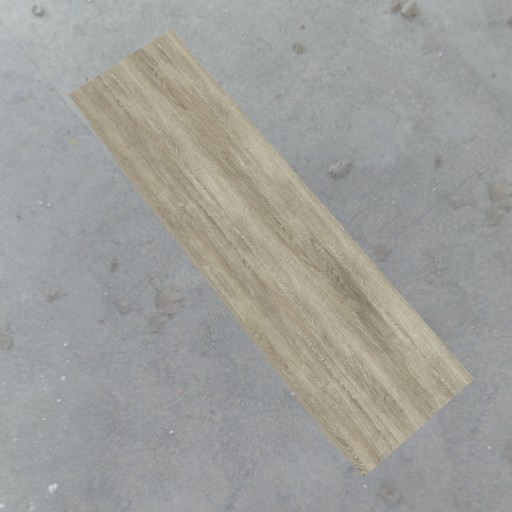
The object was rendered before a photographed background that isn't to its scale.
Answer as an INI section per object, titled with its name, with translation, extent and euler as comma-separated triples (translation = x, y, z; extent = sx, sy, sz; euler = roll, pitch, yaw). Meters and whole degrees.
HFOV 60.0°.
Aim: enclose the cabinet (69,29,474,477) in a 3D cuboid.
[cabinet]
translation = 0.000, 0.000, 1.897
extent = 0.450, 0.870, 1.600
euler = -37, 79, -8
